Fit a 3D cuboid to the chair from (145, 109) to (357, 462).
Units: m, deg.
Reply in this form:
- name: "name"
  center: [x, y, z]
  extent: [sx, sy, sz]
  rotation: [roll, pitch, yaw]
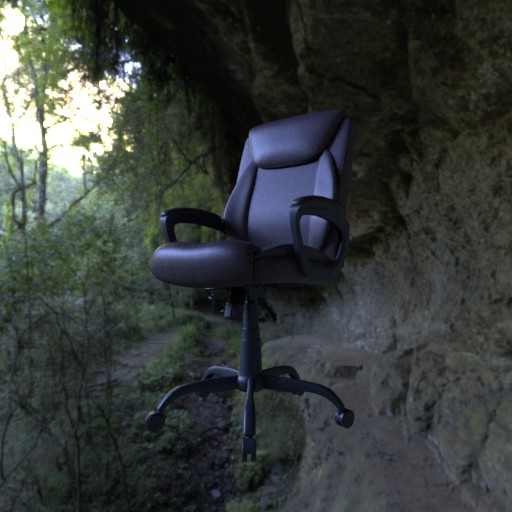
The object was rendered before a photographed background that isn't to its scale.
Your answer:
- name: "chair"
  center: [0.000, 0.000, 1.490]
  extent: [0.615, 1.072, 0.655]
  rotation: [0, -1, 35]
